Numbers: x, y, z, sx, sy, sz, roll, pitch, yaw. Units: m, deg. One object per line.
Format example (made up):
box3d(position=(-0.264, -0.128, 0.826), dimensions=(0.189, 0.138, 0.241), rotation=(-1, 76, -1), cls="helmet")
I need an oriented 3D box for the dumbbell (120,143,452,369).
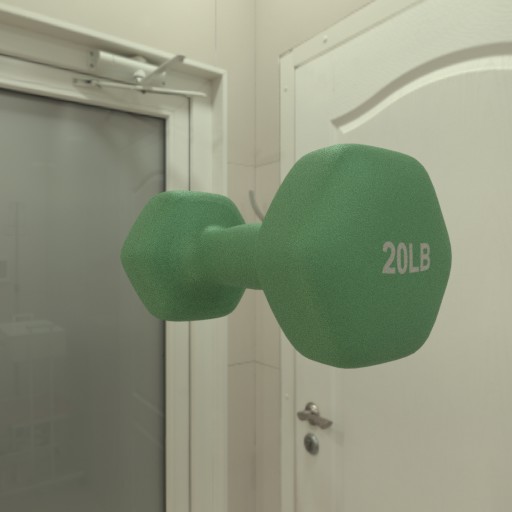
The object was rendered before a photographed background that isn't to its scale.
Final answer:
box3d(position=(0.000, 0.000, 0.327), dimensions=(0.129, 0.117, 0.260), rotation=(0, 0, -36), cls="dumbbell")
